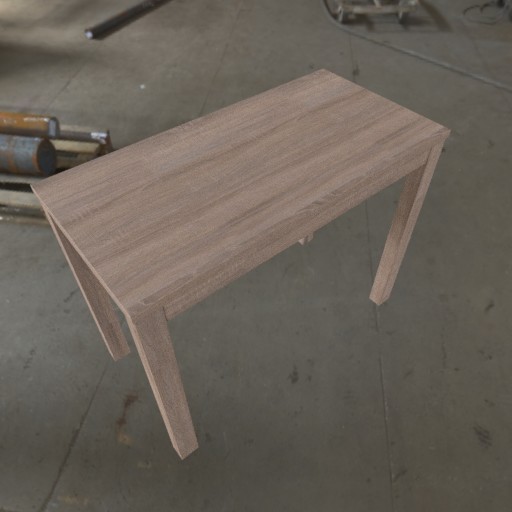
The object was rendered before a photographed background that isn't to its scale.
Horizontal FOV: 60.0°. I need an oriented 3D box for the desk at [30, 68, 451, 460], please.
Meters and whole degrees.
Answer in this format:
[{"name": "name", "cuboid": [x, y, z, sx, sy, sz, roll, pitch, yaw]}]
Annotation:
[{"name": "desk", "cuboid": [0.000, 0.000, 1.421, 0.991, 0.762, 0.495, -31, 54, -26]}]
